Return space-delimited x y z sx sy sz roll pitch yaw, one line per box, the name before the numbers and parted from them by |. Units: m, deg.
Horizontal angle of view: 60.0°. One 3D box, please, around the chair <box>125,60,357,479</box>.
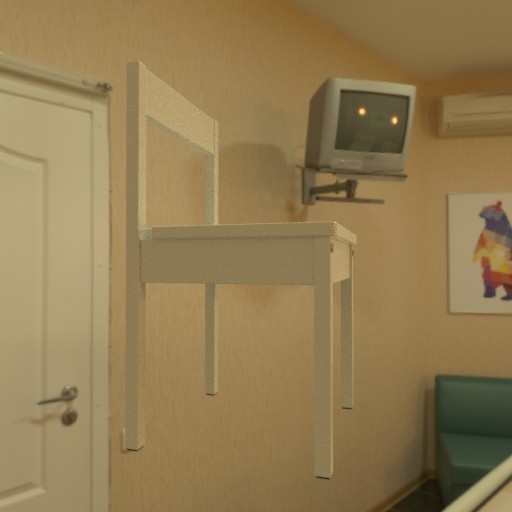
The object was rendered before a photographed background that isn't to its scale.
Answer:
chair | 0.000 0.000 0.876 0.361 0.668 0.367 0 -1 18
